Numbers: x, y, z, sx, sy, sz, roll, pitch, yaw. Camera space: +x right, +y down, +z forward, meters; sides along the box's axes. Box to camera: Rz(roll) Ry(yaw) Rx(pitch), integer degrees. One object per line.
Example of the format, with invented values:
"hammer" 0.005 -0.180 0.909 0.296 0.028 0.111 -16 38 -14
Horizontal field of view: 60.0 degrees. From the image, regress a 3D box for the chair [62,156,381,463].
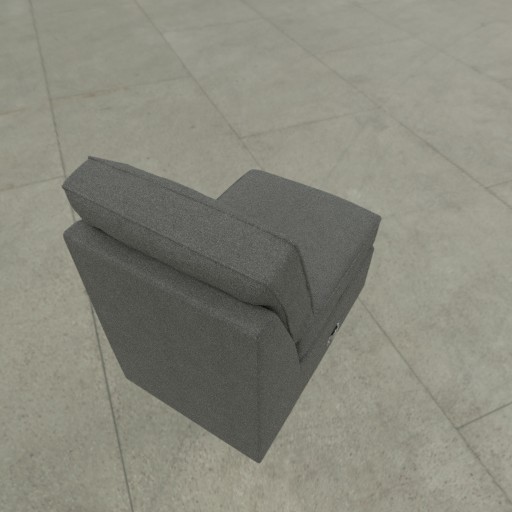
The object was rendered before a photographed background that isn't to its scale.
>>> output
"chair" 0.000 0.000 1.532 0.621 0.970 0.938 24 50 22
